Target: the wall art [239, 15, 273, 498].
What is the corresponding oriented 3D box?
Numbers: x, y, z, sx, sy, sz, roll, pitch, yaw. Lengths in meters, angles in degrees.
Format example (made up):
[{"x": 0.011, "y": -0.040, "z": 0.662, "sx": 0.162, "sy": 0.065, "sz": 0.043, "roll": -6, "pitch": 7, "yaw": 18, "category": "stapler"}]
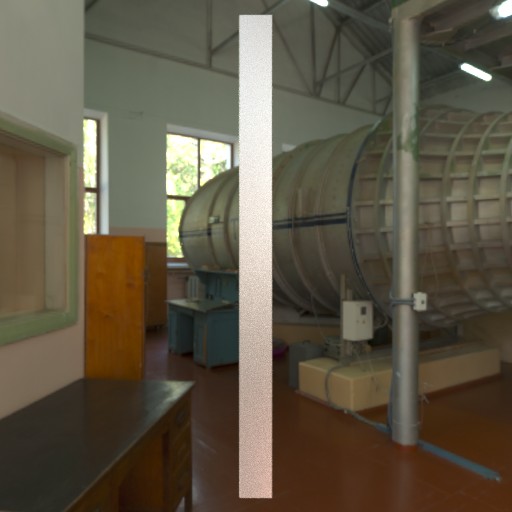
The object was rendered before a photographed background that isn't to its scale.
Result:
[{"x": 0.000, "y": 0.000, "z": 0.730, "sx": 0.038, "sy": 0.549, "sz": 0.452, "roll": 0, "pitch": 0, "yaw": 0, "category": "wall art"}]
